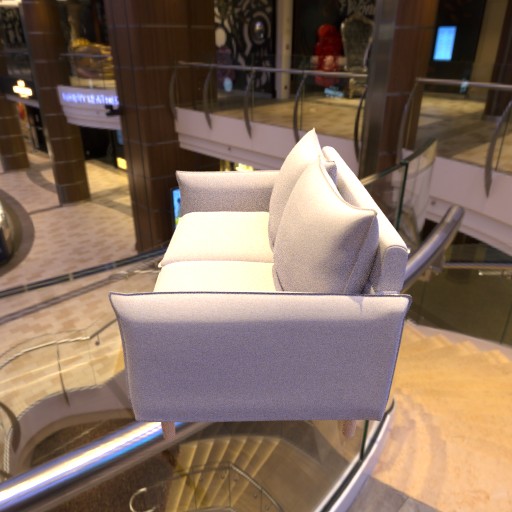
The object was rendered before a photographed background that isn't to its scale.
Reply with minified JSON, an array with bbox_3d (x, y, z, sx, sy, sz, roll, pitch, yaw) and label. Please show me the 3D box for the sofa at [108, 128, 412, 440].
[{"bbox_3d":[0.000,0.000,1.811,0.820,0.840,1.300,0,26,-1],"label":"sofa"}]
